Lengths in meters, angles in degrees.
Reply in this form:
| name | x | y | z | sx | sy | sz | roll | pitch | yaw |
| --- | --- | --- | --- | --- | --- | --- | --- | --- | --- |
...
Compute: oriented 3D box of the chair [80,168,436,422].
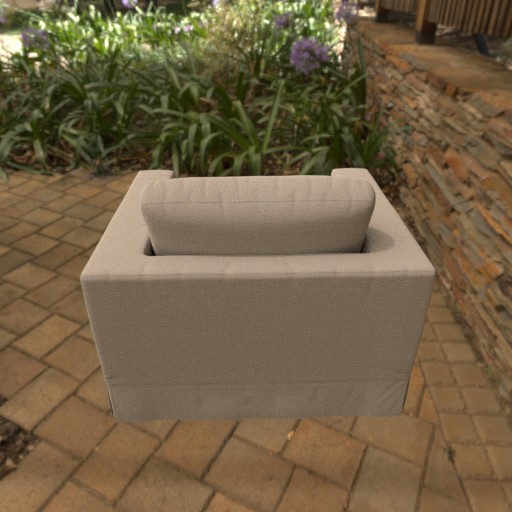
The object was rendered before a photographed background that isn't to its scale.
| name | x | y | z | sx | sy | sz | roll | pitch | yaw |
| --- | --- | --- | --- | --- | --- | --- | --- | --- | --- |
| chair | 0.000 | 0.000 | 1.866 | 1.150 | 0.878 | 0.957 | -1 | 31 | -1 |
